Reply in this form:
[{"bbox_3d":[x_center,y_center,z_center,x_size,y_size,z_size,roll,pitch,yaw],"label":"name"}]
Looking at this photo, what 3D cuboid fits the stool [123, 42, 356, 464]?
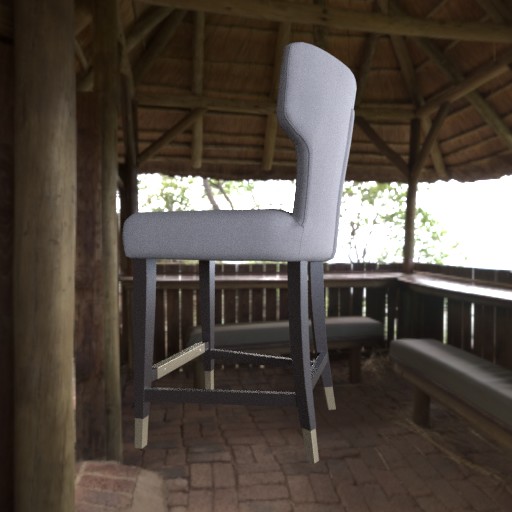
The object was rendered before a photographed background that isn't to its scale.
[{"bbox_3d":[0.000,0.000,1.287,0.563,0.982,0.527,0,1,17],"label":"stool"}]
